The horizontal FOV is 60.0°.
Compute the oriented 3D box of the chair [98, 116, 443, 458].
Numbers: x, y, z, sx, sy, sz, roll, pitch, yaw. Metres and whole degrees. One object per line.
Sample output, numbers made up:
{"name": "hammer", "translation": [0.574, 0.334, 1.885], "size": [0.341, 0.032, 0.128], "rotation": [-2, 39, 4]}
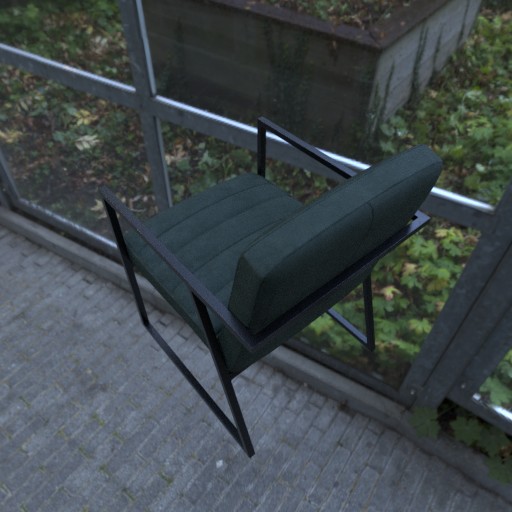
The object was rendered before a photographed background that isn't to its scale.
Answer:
{"name": "chair", "translation": [0.000, 0.000, 1.275], "size": [0.571, 0.833, 0.677], "rotation": [-31, 54, -26]}
